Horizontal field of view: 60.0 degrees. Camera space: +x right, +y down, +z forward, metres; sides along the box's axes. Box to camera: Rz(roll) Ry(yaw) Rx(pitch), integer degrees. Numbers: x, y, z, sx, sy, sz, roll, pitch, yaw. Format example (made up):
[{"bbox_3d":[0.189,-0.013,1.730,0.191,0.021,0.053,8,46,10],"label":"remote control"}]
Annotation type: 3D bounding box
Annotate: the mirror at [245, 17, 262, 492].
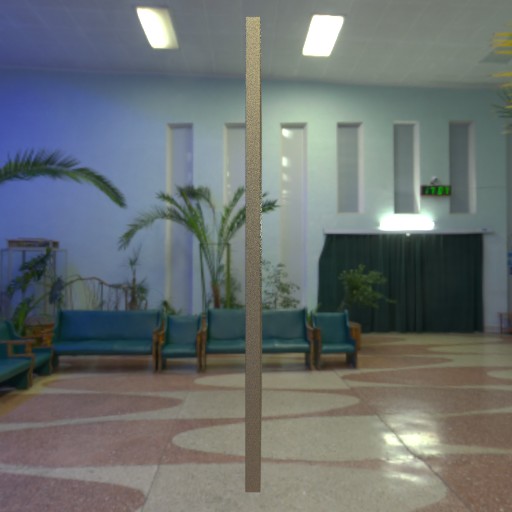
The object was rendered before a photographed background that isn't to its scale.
[{"bbox_3d":[0.000,0.000,1.330,0.032,1.023,0.756,0,-1,1],"label":"mirror"}]
